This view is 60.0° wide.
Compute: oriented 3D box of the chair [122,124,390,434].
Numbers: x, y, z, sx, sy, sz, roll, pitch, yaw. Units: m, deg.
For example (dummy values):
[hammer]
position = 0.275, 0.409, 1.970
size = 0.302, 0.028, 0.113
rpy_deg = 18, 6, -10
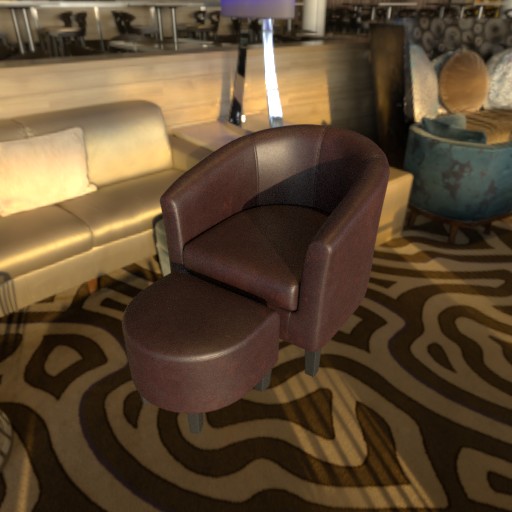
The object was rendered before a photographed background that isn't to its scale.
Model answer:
[chair]
position = 0.000, 0.000, 1.680
size = 0.737, 0.755, 1.176
rpy_deg = 19, 34, 29
